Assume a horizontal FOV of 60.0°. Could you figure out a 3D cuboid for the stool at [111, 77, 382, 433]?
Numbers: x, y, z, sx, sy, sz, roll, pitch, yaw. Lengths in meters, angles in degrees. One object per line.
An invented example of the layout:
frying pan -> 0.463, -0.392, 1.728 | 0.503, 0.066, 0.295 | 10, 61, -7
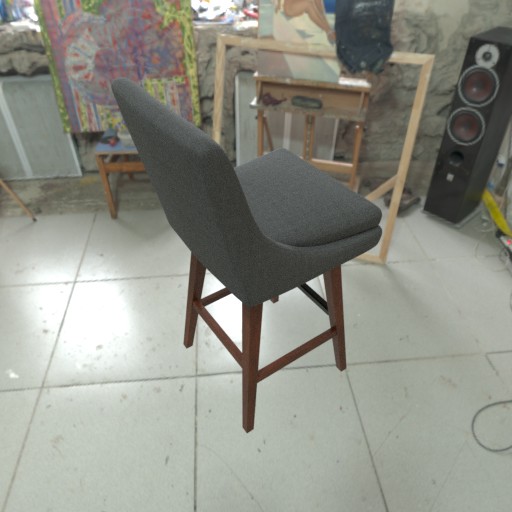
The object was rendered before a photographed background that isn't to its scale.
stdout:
stool -> 0.000, 0.000, 1.249 | 0.524, 0.977, 0.447 | -24, 46, -26
